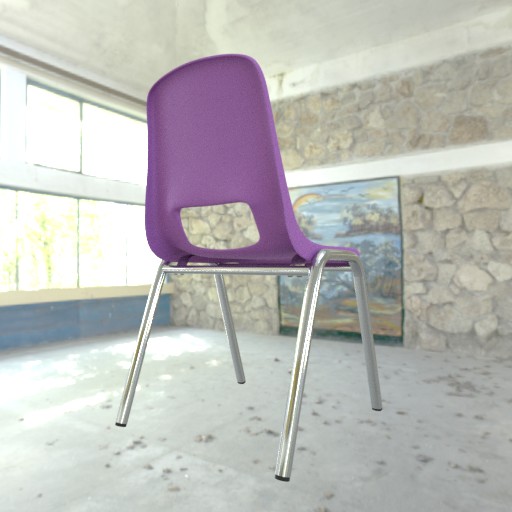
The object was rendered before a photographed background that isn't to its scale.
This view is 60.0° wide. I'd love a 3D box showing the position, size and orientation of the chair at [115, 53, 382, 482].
[{"bbox_3d":[0.000,0.000,0.679,0.291,0.493,0.301,-1,-1,36],"label":"chair"}]
